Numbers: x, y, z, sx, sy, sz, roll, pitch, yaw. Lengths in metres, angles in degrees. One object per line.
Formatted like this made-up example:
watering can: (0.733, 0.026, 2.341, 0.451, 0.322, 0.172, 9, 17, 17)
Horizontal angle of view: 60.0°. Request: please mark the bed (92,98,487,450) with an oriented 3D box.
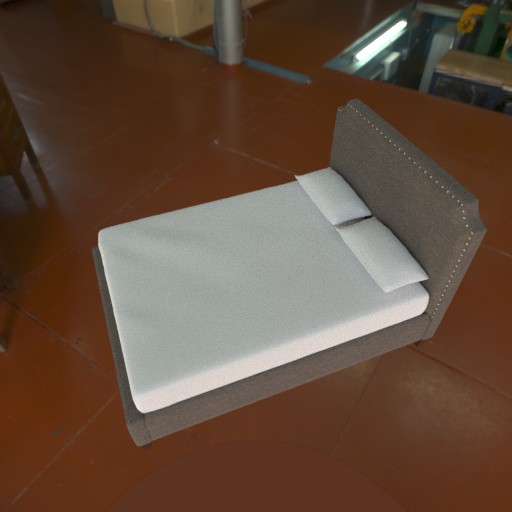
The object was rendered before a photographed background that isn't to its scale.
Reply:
bed: (0.000, 0.000, 3.385, 2.381, 1.457, 1.713, -16, 48, -15)
